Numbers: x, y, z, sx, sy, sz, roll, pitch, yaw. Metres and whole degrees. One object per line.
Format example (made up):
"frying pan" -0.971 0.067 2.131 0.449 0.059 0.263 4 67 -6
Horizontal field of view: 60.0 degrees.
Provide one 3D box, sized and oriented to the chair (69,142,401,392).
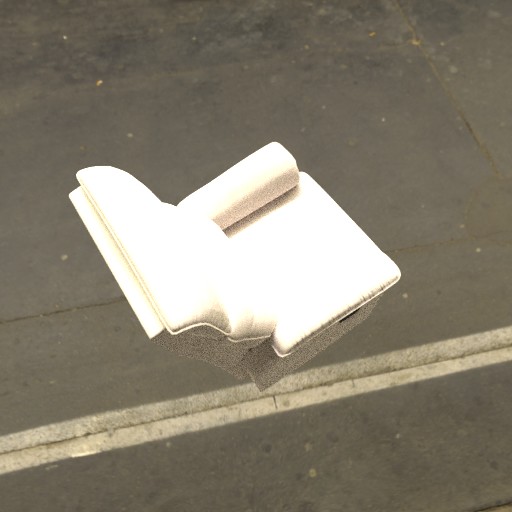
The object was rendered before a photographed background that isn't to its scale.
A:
"chair" 0.000 0.000 1.745 1.001 1.039 0.820 -30 64 -16
